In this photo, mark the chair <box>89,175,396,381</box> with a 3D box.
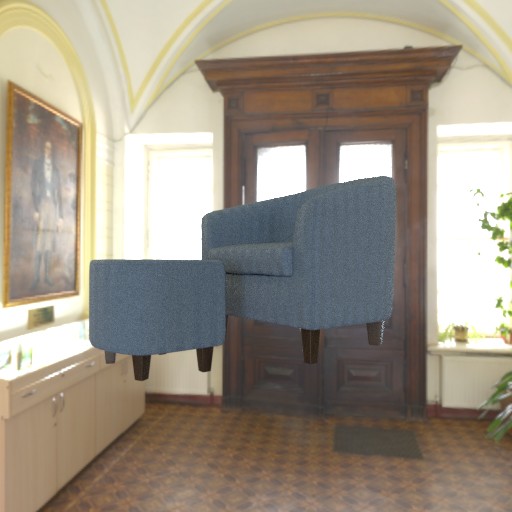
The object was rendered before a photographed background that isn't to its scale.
[{"bbox_3d":[0.000,0.000,1.783,1.288,0.757,0.756,0,0,-37],"label":"chair"}]
